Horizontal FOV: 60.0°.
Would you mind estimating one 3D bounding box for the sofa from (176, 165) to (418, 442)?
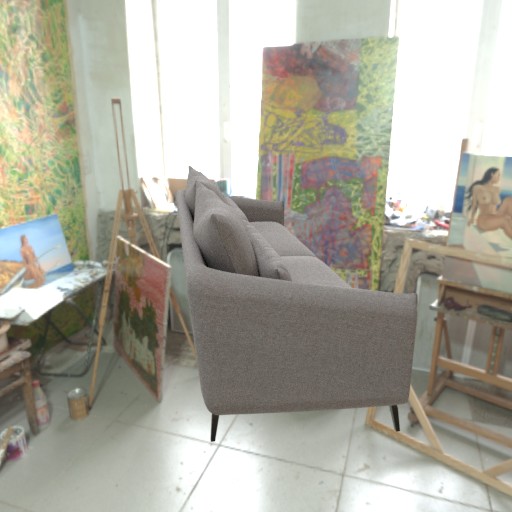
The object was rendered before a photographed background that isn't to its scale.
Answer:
[{"bbox_3d":[0.000,0.000,2.421,0.809,0.833,2.022,-3,17,-10],"label":"sofa"}]
